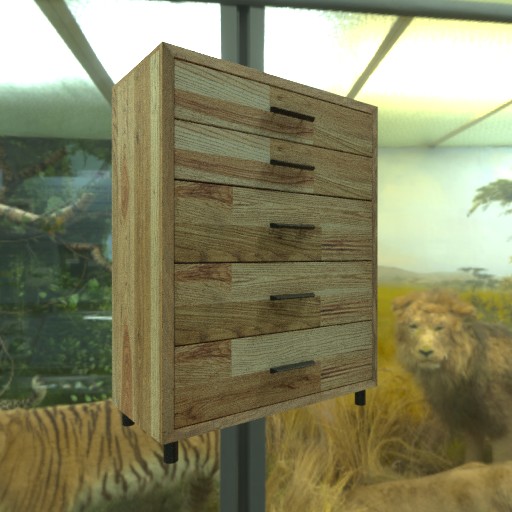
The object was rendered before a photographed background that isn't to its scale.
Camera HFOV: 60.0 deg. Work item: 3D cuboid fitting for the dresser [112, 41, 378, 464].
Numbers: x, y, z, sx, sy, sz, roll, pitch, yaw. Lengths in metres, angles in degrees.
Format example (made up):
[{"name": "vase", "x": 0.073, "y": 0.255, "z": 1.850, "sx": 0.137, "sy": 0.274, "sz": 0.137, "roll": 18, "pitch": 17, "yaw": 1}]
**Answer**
[{"name": "dresser", "x": 0.000, "y": 0.000, "z": 1.726, "sx": 0.966, "sy": 1.243, "sz": 0.480, "roll": 0, "pitch": 0, "yaw": -36}]
